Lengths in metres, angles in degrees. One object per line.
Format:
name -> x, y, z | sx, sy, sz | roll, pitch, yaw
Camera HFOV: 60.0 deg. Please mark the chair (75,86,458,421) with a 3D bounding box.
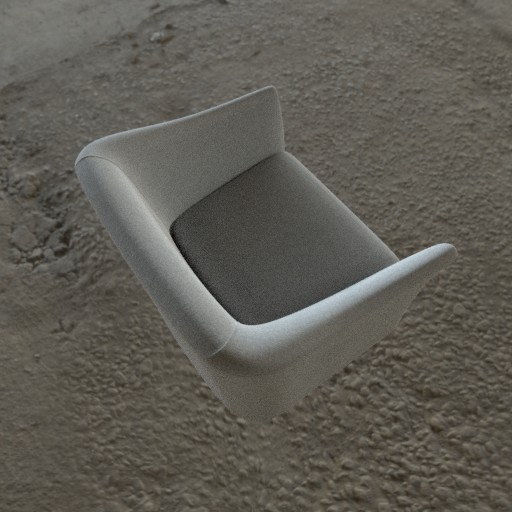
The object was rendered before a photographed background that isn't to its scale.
chair -> 0.000, 0.000, 1.340 | 0.700, 0.720, 0.790 | -32, 64, -18
